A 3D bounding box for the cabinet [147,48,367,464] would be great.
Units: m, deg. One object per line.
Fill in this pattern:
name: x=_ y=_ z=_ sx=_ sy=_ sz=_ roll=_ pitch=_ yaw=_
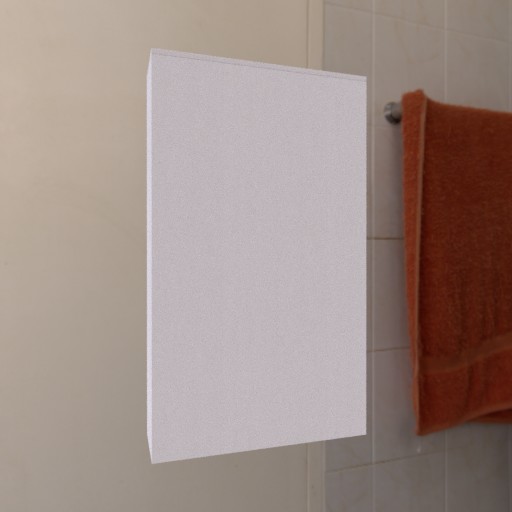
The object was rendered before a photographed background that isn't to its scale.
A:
cabinet: x=0.000 y=0.000 z=1.593 sx=0.750 sy=1.280 sz=0.250 roll=0 pitch=0 yaw=-17
